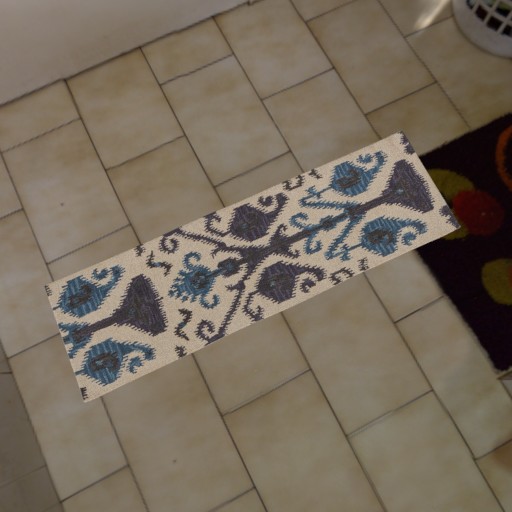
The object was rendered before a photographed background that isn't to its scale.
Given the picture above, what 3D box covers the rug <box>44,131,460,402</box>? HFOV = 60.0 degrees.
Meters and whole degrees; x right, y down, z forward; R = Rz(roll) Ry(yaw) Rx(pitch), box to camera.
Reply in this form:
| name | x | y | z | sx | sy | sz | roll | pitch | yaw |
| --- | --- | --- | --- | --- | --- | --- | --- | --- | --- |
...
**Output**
| name | x | y | z | sx | sy | sz | roll | pitch | yaw |
| --- | --- | --- | --- | --- | --- | --- | --- | --- | --- |
| rug | 0.000 | 0.000 | 2.522 | 2.301 | 0.017 | 0.692 | -24 | 77 | -6 |
